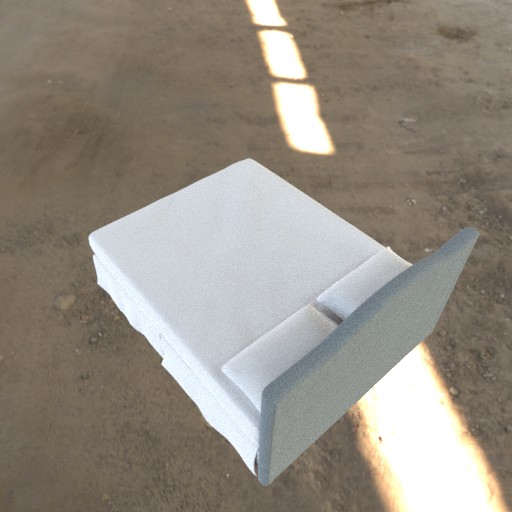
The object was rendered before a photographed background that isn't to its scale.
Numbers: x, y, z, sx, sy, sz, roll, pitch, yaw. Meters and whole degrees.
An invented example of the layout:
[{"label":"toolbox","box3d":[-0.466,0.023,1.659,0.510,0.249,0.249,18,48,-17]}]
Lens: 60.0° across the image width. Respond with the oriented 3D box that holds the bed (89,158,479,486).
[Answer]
[{"label":"bed","box3d":[0.000,0.000,3.934,2.161,1.457,2.689,-31,54,-27]}]
